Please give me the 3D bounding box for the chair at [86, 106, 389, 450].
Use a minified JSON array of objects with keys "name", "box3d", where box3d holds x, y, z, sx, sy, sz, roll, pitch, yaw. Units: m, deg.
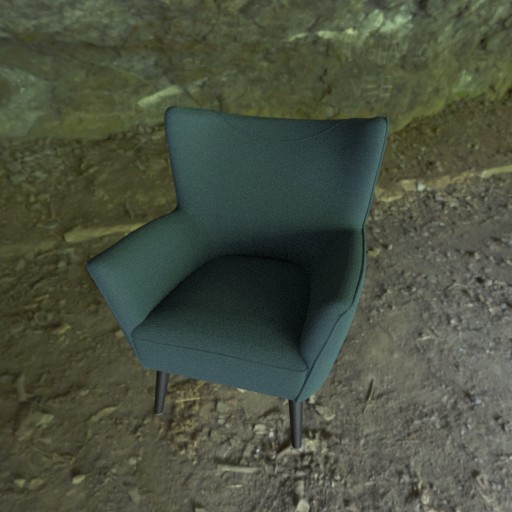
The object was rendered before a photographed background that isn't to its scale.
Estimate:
[{"name":"chair","box3d":[0.000,0.000,1.566,0.781,0.933,0.888,8,28,15]}]
